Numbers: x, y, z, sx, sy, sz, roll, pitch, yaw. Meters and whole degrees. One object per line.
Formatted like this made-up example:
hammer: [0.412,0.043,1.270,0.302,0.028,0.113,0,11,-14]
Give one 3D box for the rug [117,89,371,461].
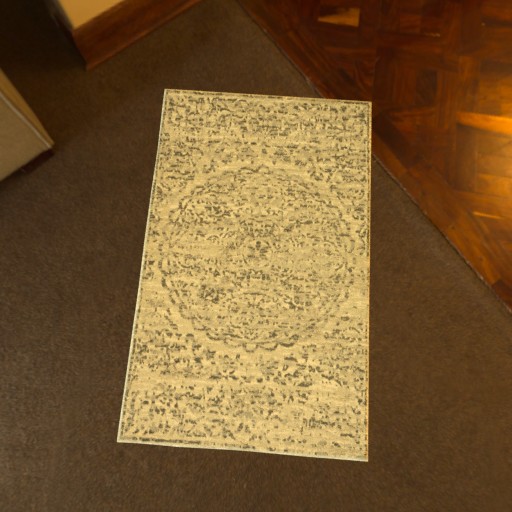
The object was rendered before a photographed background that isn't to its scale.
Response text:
rug: [0.000,0.000,2.976,1.527,0.021,2.447,4,76,1]
